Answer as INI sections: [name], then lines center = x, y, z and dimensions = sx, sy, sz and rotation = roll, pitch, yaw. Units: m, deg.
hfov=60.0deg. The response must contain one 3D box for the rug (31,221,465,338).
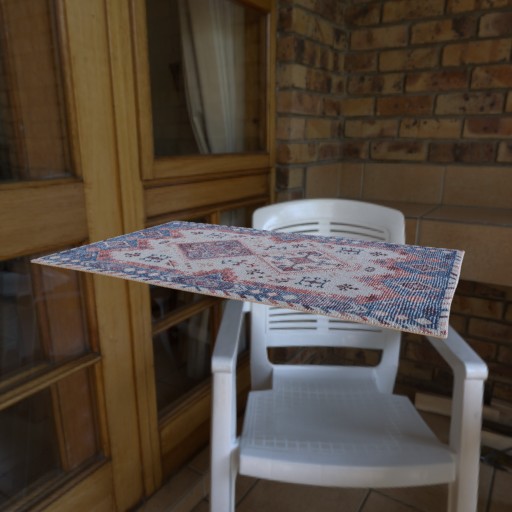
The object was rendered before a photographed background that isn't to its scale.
[rug]
center = 0.000, 0.000, 2.942
dimensions = 2.464, 0.023, 1.521
rotation = 8, 17, 26
